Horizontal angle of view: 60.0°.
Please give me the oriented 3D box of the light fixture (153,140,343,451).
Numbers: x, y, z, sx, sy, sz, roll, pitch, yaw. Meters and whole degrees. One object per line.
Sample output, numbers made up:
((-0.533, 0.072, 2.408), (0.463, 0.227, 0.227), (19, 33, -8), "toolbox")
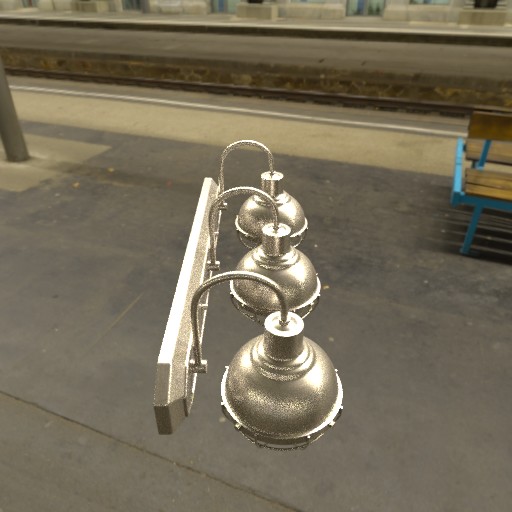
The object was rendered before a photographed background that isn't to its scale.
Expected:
((0.000, 0.000, 0.760), (0.229, 0.254, 0.634), (0, 32, 0), "light fixture")
